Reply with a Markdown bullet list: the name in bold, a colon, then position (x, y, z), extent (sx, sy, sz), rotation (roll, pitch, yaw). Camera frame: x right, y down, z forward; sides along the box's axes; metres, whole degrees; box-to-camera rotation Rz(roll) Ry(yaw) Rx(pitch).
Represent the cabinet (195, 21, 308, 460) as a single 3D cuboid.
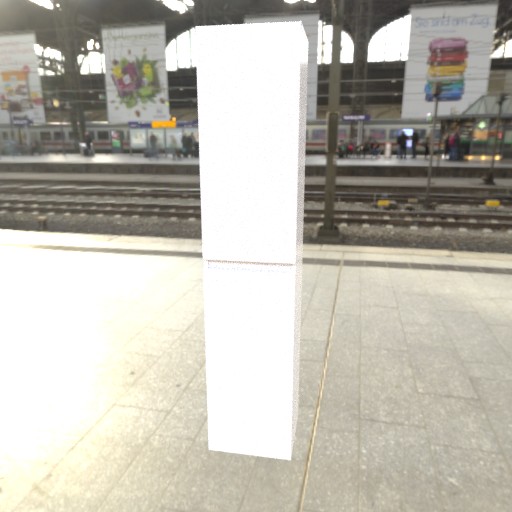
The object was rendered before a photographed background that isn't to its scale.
- **cabinet**: position (0.000, 0.000, 1.534), extent (0.300, 1.400, 0.269), rotation (3, 15, 10)
